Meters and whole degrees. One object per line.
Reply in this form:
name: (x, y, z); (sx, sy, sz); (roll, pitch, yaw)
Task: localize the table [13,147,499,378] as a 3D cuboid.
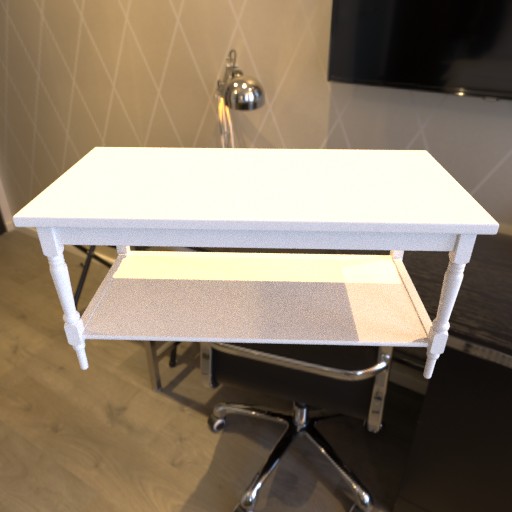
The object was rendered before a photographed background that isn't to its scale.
table: (0.000, 0.000, 1.370); (1.107, 0.510, 0.550); (1, 30, 2)
